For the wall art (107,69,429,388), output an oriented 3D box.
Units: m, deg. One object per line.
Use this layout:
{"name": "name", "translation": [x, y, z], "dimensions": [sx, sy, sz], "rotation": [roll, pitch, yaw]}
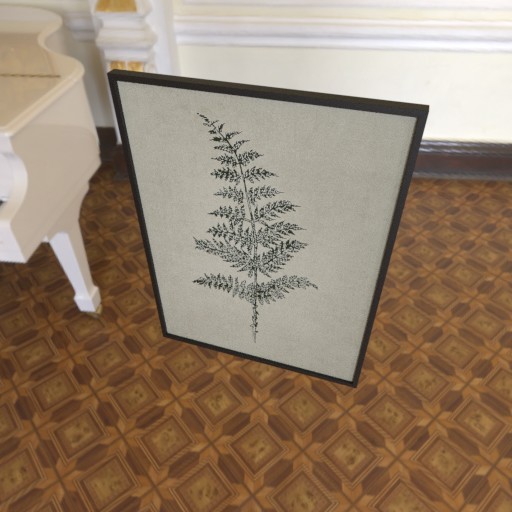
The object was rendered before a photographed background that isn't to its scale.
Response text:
{"name": "wall art", "translation": [0.000, 0.000, 1.418], "dimensions": [0.802, 1.070, 0.036], "rotation": [12, 42, 13]}
